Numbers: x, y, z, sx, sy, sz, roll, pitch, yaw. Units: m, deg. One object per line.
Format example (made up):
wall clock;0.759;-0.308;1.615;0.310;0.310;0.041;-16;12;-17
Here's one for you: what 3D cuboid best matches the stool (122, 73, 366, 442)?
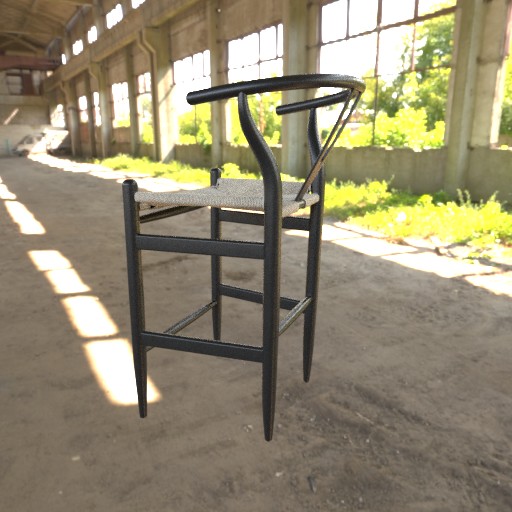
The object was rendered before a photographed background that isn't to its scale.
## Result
stool;0.000;0.000;1.326;0.579;0.970;0.569;7;17;23
